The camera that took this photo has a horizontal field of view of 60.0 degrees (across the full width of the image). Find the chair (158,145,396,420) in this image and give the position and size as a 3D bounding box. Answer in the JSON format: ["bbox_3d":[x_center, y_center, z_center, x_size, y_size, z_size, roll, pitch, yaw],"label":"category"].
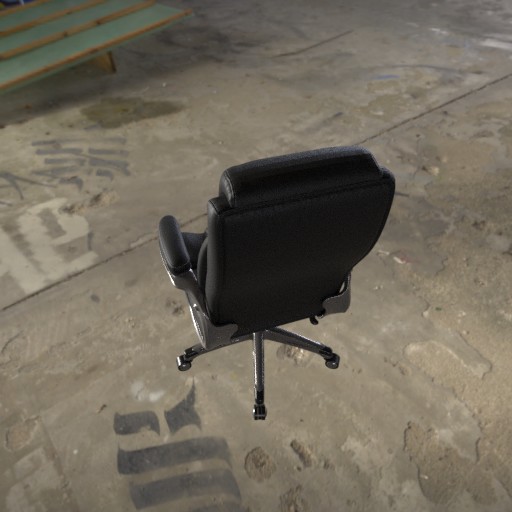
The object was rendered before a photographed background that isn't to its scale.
[{"bbox_3d":[0.000,0.000,1.698,0.741,1.167,0.784,-13,44,-14],"label":"chair"}]
